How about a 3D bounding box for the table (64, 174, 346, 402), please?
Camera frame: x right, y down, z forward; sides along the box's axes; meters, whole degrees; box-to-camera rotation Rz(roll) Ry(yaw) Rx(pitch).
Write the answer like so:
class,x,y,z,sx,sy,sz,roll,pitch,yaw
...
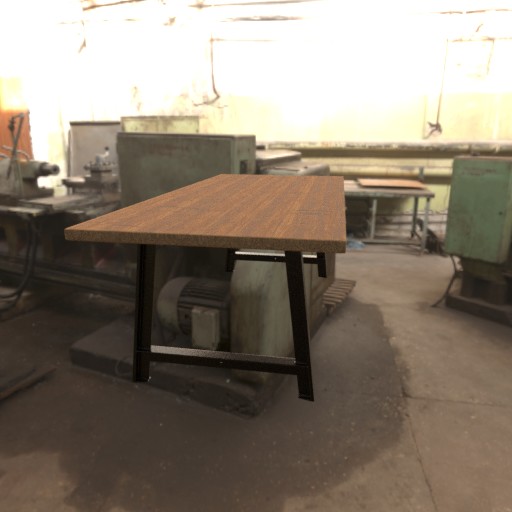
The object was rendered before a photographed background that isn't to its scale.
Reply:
class,x,y,z,sx,sy,sz,roll,pitch,yaw
table,0.000,0.000,2.651,1.000,0.757,2.200,3,16,10
